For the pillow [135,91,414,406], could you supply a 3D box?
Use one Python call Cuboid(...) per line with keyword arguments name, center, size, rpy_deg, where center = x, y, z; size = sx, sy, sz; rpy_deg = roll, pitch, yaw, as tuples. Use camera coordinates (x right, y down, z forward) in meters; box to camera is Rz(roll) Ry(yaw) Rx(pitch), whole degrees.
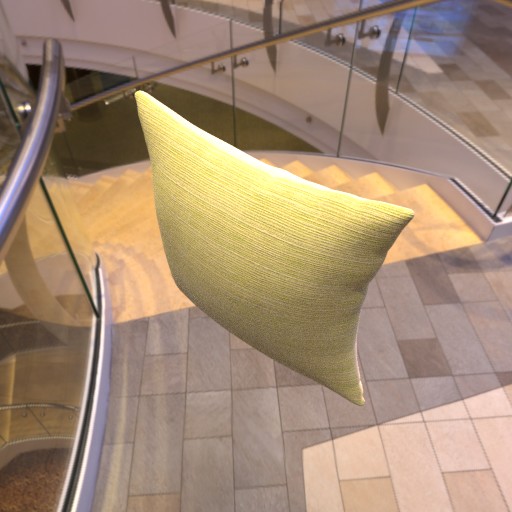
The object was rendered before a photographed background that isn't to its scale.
Cuboid(name="pillow", center=(0.000, 0.000, 0.835), size=(0.560, 0.487, 0.229), rpy_deg=(31, 53, 27))
